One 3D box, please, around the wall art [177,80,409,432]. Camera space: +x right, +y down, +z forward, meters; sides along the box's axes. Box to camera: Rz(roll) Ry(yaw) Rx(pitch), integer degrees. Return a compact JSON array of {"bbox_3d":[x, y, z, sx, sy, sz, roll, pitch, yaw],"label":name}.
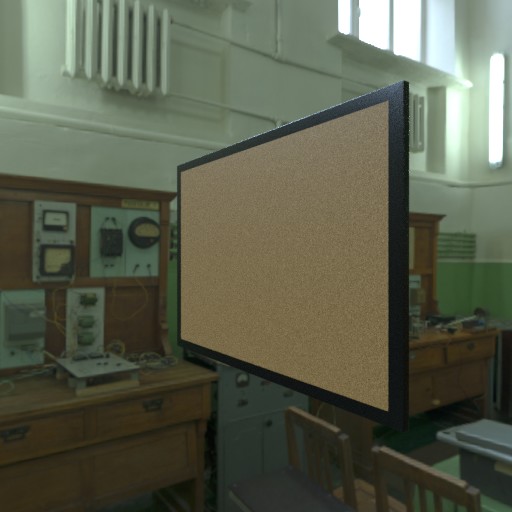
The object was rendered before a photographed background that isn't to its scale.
[{"bbox_3d":[0.000,0.000,1.031,0.015,0.552,0.819,0,0,-35],"label":"wall art"}]
